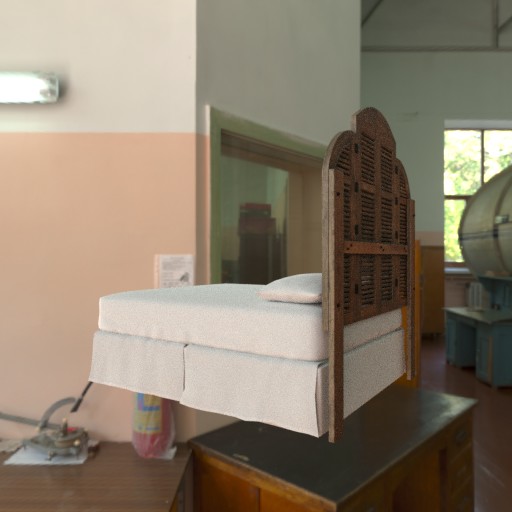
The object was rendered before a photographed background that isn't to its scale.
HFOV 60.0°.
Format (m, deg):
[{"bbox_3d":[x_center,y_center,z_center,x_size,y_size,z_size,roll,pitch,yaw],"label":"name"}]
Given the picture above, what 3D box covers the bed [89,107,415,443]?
[{"bbox_3d":[0.000,0.000,3.640,2.138,2.019,1.713,0,0,34],"label":"bed"}]
